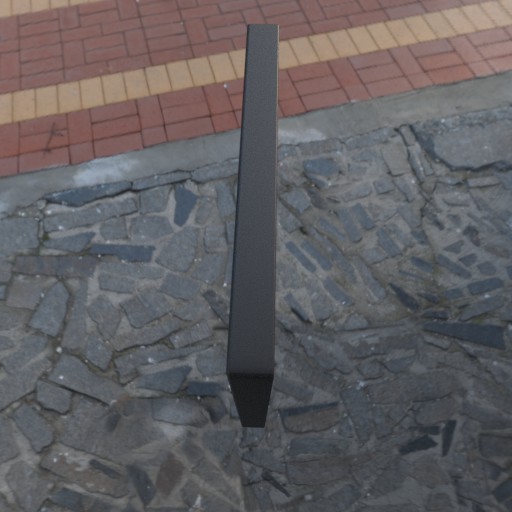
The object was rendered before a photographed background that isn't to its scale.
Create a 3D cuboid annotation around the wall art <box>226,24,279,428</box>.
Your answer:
[{"bbox_3d":[0.000,0.000,0.609,0.041,0.407,0.406,2,64,1],"label":"wall art"}]
